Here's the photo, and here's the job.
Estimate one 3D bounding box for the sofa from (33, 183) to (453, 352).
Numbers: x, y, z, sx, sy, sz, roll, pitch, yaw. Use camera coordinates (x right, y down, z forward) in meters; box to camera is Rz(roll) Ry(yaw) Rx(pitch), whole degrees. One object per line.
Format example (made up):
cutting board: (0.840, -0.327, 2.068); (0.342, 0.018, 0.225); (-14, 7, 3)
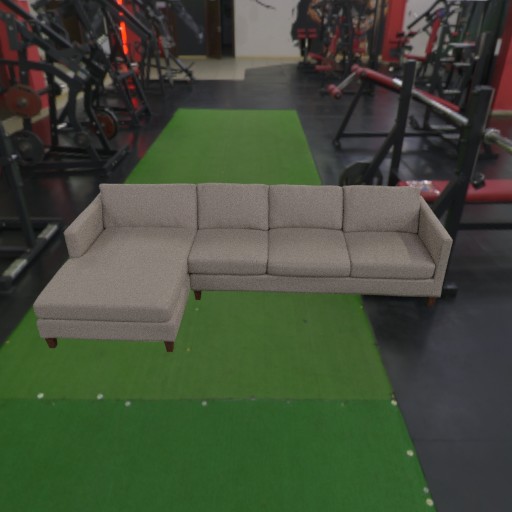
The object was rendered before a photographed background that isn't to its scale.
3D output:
sofa: (0.000, 0.000, 3.813); (3.186, 0.846, 1.625); (1, 30, 2)
